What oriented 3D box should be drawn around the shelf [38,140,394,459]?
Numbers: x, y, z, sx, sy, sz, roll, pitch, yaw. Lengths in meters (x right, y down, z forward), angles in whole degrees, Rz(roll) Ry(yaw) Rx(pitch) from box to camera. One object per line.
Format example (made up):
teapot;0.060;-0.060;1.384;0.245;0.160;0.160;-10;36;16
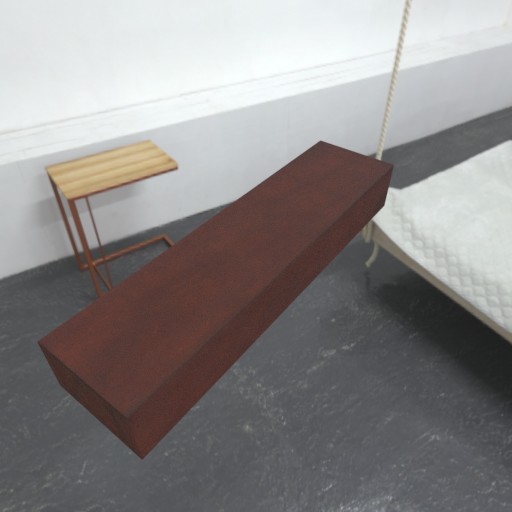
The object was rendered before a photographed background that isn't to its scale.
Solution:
shelf;0.000;0.000;0.671;0.152;0.088;0.607;27;48;27
